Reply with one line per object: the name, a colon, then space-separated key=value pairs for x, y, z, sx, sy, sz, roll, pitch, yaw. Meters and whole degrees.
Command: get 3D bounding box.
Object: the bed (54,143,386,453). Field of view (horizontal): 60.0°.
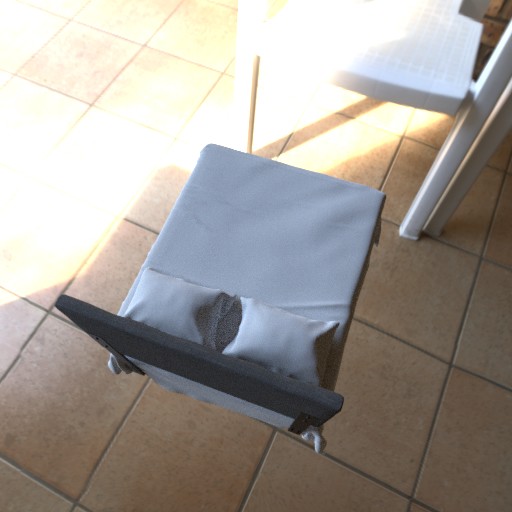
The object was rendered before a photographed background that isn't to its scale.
bed: x=0.000 y=0.000 z=3.412 sx=1.936 sy=1.577 sz=2.222 roll=18 pitch=65 yaw=9
